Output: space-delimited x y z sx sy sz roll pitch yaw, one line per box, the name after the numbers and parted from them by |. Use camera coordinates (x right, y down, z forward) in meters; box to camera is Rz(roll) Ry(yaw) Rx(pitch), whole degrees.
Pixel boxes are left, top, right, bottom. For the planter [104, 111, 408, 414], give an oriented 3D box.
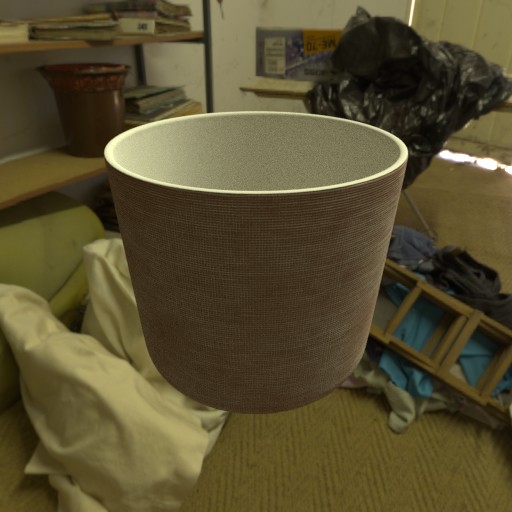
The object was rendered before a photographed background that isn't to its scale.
0.000 0.000 0.764 0.440 0.398 0.440 0 29 0 | planter
